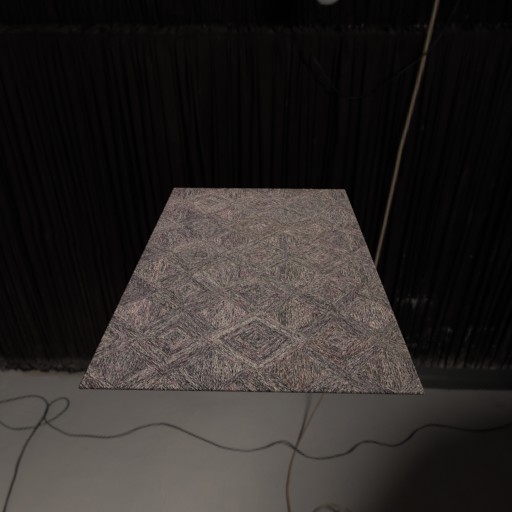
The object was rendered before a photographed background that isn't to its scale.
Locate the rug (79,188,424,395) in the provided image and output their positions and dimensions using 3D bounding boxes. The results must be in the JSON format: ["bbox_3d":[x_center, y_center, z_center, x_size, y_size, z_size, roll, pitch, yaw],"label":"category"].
[{"bbox_3d":[0.000,0.000,2.907,1.501,0.017,2.298,1,31,1],"label":"rug"}]
